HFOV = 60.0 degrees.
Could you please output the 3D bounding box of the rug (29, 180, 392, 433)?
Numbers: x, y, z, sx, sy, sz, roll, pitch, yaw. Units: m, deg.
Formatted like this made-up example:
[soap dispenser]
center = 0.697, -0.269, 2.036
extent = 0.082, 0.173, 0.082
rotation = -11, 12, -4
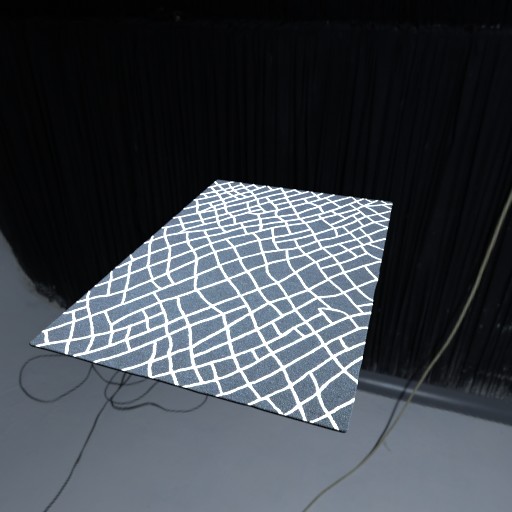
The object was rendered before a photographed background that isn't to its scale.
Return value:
[rug]
center = 0.000, 0.000, 2.266
extent = 1.223, 0.013, 1.830
rotation = 10, 32, 16
